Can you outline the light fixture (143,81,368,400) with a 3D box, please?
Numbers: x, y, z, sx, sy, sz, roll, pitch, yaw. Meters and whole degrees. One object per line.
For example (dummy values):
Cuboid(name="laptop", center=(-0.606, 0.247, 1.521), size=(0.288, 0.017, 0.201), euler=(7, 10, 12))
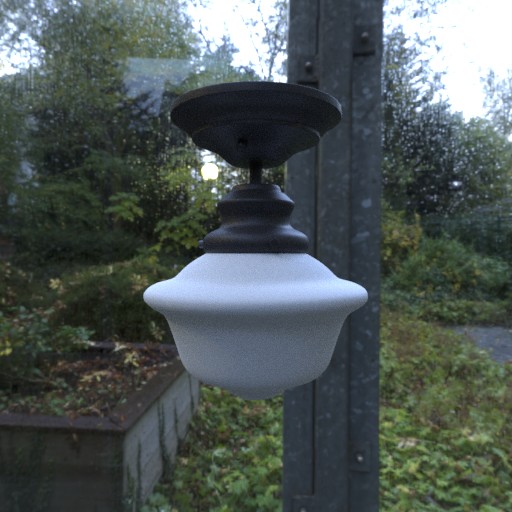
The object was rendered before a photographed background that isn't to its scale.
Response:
Cuboid(name="light fixture", center=(0.000, 0.000, 0.397), size=(0.197, 0.254, 0.197), euler=(0, 0, 0))
